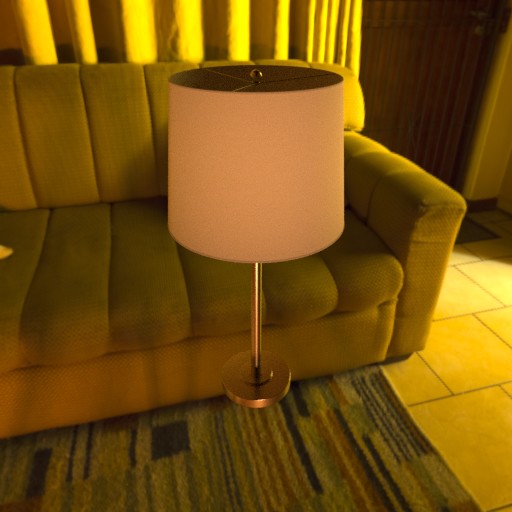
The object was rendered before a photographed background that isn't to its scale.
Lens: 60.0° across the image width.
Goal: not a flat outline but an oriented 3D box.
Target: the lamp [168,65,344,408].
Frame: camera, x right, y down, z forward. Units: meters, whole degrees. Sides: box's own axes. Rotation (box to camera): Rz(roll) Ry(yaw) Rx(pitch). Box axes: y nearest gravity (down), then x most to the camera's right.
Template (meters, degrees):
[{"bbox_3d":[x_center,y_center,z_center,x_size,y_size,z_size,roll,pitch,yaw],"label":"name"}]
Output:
[{"bbox_3d":[0.000,0.000,0.890,0.333,0.696,0.333,0,30,0],"label":"lamp"}]
